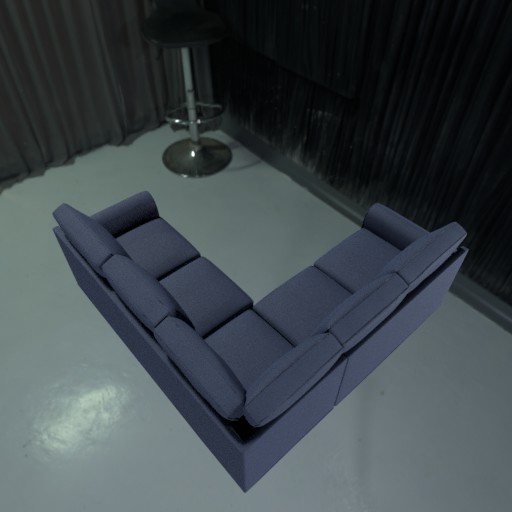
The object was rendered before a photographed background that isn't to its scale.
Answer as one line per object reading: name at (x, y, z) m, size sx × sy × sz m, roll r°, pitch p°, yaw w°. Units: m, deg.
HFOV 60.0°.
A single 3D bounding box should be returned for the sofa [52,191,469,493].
sofa at (0.000, 0.000, 3.883) m, size 2.487 × 1.042 × 2.562 m, roll -33°, pitch 55°, yaw -27°
